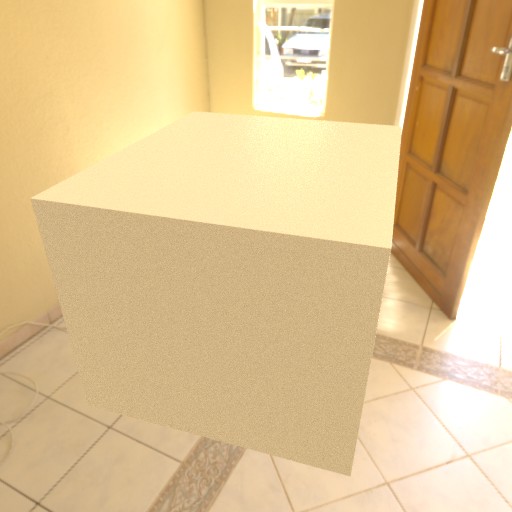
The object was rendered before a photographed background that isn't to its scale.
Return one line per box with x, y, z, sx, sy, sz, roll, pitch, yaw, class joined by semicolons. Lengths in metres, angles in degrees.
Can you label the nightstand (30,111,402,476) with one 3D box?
0.000;0.000;0.749;0.408;0.351;0.470;9;32;15;nightstand
